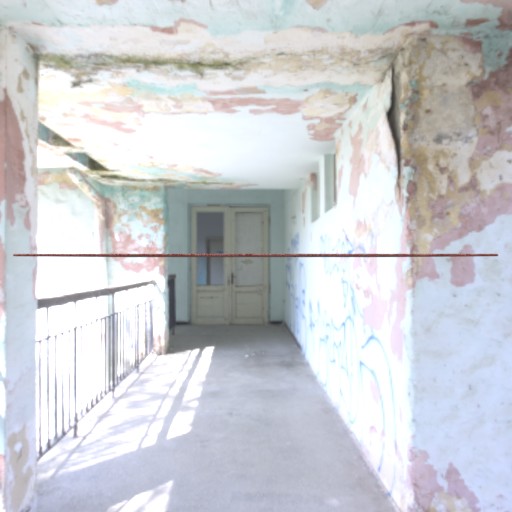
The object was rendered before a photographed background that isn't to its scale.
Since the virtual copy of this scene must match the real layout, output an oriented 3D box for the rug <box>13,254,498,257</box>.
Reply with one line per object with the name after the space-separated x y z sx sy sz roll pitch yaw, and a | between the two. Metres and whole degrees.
0.000 0.000 3.994 3.050 0.016 2.441 0 0 0 | rug
